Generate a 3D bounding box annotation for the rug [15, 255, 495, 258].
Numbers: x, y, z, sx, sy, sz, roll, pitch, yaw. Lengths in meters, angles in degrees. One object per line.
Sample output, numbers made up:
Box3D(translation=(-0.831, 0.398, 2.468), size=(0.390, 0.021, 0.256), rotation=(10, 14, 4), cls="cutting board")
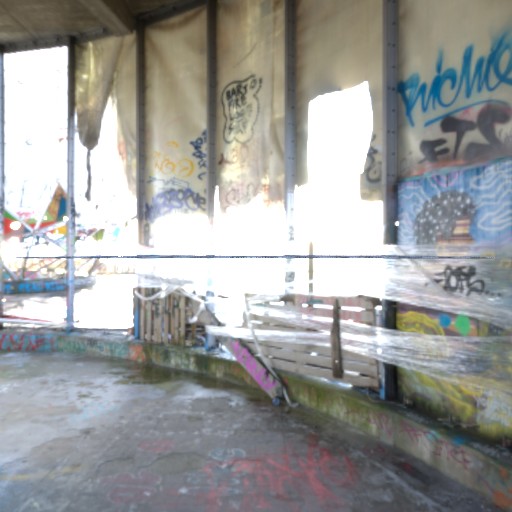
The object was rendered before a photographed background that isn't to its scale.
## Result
Box3D(translation=(0.000, 0.000, 3.998), size=(3.021, 0.013, 2.432), rotation=(0, 0, 1), cls="rug")
